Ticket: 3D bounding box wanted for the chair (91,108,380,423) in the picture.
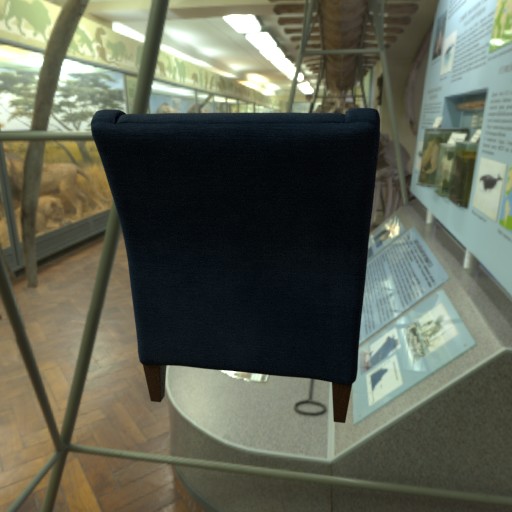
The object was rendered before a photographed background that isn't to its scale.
[{"bbox_3d":[0.000,0.000,1.645,0.774,1.014,0.870,3,17,10],"label":"chair"}]
